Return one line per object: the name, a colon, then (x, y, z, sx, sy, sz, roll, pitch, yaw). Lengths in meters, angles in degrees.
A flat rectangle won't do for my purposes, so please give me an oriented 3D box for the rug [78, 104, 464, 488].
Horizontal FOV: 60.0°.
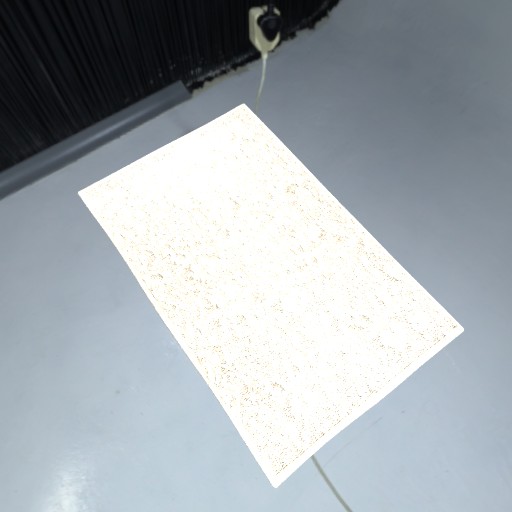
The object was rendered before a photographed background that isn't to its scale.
rug: (0.000, 0.000, 3.073, 1.529, 0.012, 2.435, -33, 68, -15)
